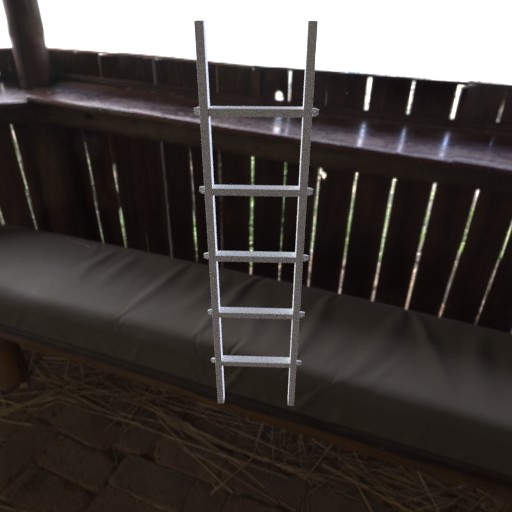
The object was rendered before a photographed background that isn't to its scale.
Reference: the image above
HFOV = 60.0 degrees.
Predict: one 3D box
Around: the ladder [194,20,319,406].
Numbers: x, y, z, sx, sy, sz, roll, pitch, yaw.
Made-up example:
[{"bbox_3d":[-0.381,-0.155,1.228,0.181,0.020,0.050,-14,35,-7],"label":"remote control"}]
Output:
[{"bbox_3d":[0.000,0.000,1.915,0.452,1.797,0.051,1,31,2],"label":"ladder"}]
